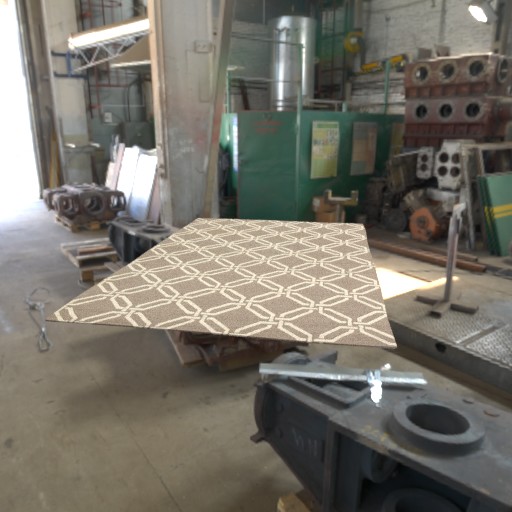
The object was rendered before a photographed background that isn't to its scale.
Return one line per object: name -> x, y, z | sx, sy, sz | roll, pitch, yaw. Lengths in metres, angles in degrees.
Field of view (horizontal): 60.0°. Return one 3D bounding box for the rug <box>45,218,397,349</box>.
rug -> 0.000, 0.000, 2.199 | 1.142, 0.010, 1.748 | 3, 16, 9
